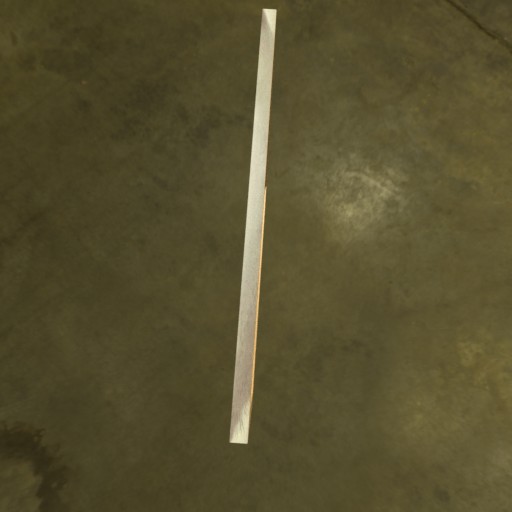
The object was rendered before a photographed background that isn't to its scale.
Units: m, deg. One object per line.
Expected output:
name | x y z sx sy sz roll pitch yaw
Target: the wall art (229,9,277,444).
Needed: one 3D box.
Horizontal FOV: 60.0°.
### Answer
wall art | 0.000 0.000 1.105 0.027 0.762 0.762 4 75 1
